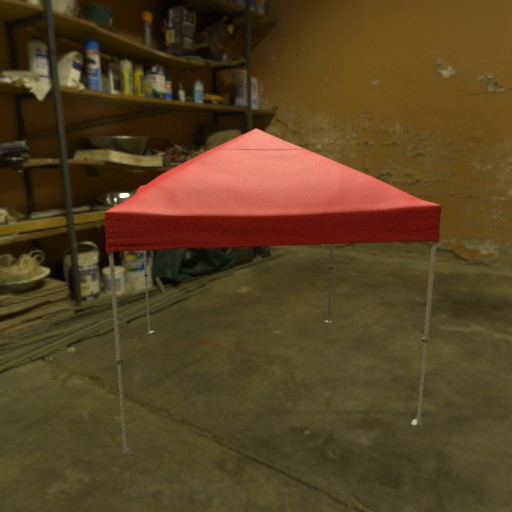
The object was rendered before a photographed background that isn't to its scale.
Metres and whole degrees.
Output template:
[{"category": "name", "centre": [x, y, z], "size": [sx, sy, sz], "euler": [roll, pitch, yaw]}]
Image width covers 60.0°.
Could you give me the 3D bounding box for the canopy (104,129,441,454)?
[{"category": "canopy", "centre": [0.000, 0.000, 5.419], "size": [2.998, 2.997, 2.996], "euler": [-2, 13, -9]}]
